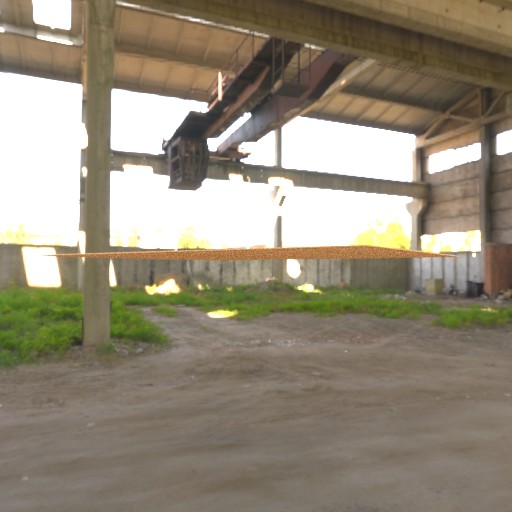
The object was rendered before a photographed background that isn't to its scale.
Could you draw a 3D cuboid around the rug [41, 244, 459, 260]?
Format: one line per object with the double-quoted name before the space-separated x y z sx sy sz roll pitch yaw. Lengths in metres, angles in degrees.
"rug" 0.000 0.000 4.097 3.048 0.013 2.439 -1 -2 34
